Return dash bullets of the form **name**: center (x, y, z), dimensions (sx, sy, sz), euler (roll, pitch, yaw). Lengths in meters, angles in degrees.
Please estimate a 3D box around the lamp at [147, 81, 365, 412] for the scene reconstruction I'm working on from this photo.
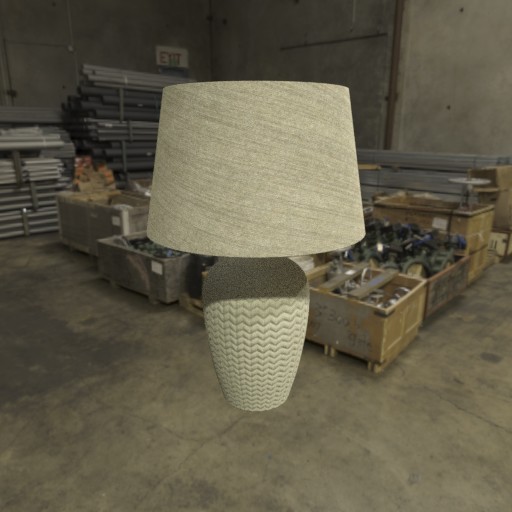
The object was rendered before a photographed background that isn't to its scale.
- **lamp**: center (0.000, 0.000, 0.827), dimensions (0.390, 0.580, 0.390), euler (0, 16, 0)
